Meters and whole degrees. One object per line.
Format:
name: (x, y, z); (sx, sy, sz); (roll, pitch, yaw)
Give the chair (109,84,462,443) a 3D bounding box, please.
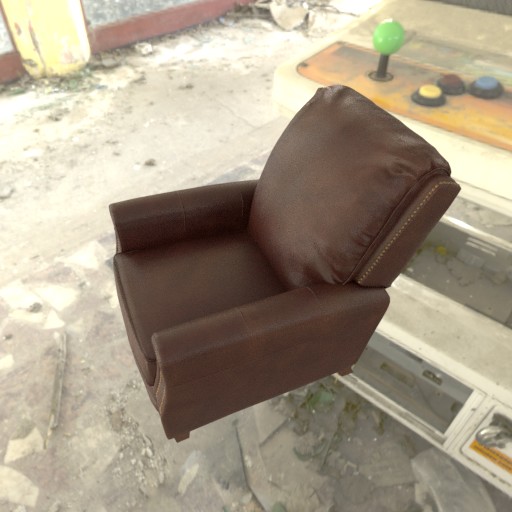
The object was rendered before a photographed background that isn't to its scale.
chair: (0.000, 0.000, 1.716); (1.089, 1.022, 0.826); (-17, 47, -16)
